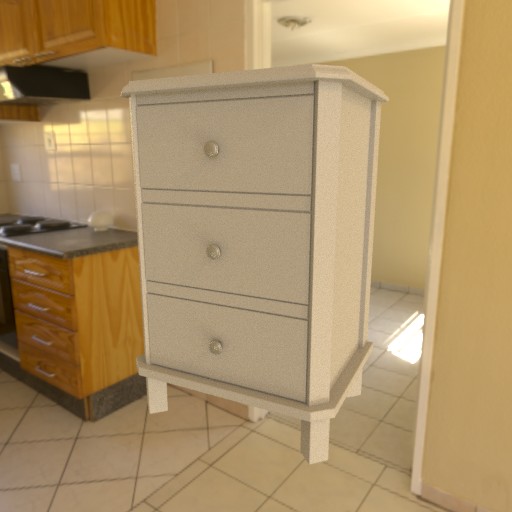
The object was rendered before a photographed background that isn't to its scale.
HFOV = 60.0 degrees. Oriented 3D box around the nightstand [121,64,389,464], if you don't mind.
[{"bbox_3d":[0.000,0.000,0.946,0.450,0.680,0.350,6,14,26],"label":"nightstand"}]
